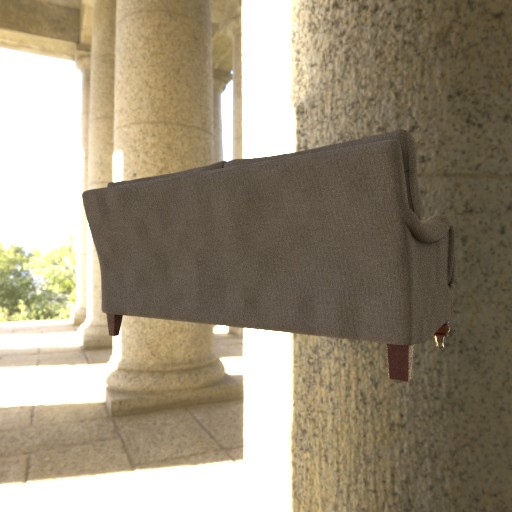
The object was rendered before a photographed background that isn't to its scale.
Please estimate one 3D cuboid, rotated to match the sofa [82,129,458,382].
[{"bbox_3d":[0.000,0.000,2.760,2.193,1.096,1.069,-1,-1,36],"label":"sofa"}]
